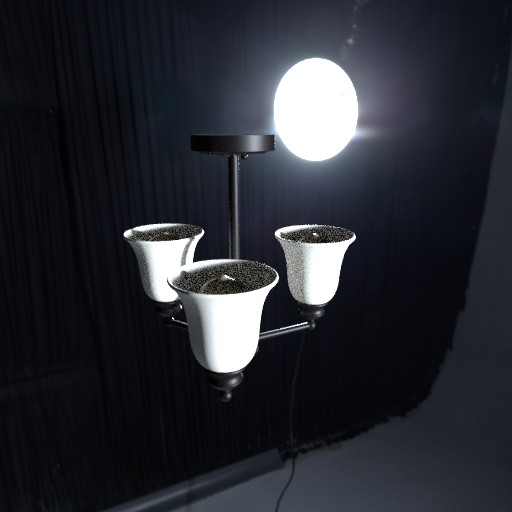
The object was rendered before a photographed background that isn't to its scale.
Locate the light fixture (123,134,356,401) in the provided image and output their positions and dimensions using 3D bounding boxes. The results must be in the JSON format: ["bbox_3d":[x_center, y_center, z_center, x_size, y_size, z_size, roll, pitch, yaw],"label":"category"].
[{"bbox_3d":[0.000,0.000,0.699,0.354,0.370,0.388,-8,18,-26],"label":"light fixture"}]
